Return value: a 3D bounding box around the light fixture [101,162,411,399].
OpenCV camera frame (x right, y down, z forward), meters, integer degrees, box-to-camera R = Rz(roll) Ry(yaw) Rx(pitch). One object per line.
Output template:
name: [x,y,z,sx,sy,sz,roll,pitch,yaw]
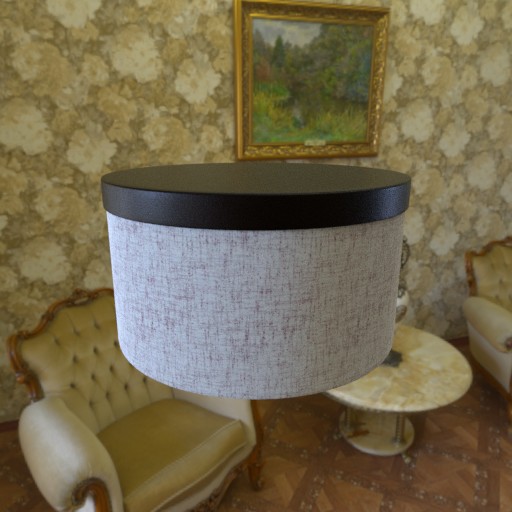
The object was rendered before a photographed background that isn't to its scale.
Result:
light fixture: [0.000,0.000,0.616,0.389,0.229,0.389,0,16,0]
